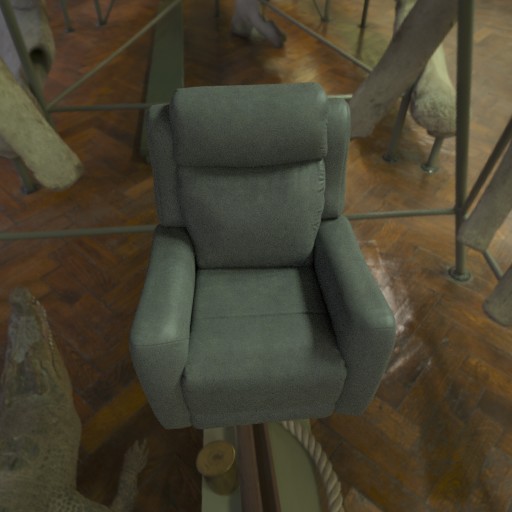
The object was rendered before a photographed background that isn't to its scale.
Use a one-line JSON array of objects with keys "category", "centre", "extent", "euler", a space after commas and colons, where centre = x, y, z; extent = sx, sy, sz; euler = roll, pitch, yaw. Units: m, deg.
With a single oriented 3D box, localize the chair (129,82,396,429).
[{"category": "chair", "centre": [0.000, 0.000, 1.919], "extent": [0.965, 1.116, 1.068], "euler": [-3, 46, -3]}]
